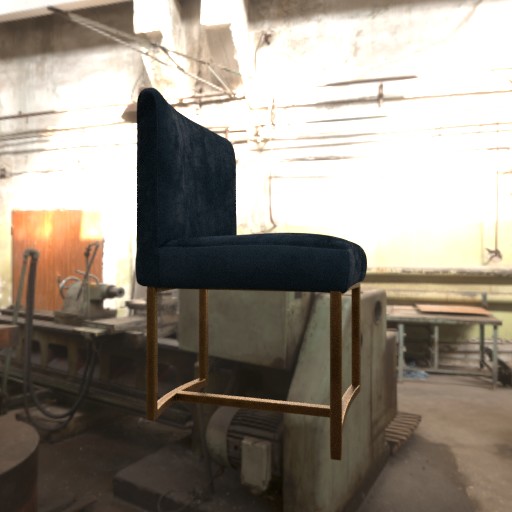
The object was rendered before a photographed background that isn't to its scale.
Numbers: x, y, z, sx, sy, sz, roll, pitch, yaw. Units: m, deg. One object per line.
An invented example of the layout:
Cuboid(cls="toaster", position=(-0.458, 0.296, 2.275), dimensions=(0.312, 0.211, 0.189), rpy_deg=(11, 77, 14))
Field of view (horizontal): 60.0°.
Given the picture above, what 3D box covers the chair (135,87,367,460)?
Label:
Cuboid(cls="chair", position=(0.000, 0.000, 1.204), dimensions=(0.560, 0.824, 0.530), rpy_deg=(0, 0, 18))
